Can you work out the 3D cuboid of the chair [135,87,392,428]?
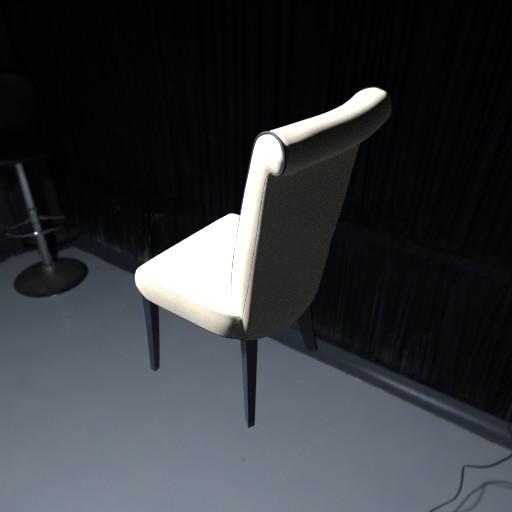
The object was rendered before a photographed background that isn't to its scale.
[{"bbox_3d":[0.000,0.000,1.397,0.623,0.997,0.522,22,39,30],"label":"chair"}]
